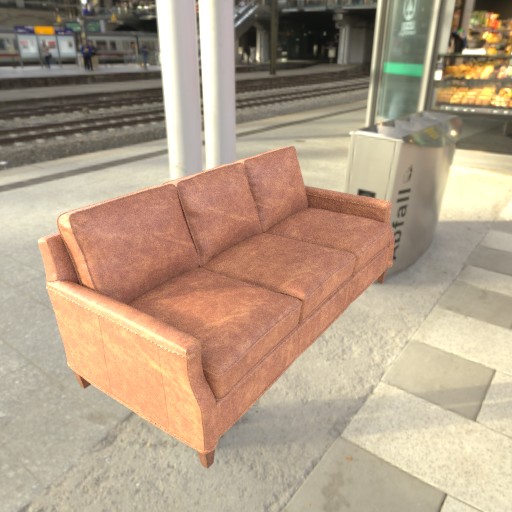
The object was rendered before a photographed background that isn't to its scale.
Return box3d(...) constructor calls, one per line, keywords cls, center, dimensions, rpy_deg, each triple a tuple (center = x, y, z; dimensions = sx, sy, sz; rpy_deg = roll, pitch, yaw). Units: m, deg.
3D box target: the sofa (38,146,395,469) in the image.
box3d(cls="sofa", center=(0.000, 0.000, 2.795), dimensions=(1.084, 1.003, 2.246), rpy_deg=(17, 30, 32))
